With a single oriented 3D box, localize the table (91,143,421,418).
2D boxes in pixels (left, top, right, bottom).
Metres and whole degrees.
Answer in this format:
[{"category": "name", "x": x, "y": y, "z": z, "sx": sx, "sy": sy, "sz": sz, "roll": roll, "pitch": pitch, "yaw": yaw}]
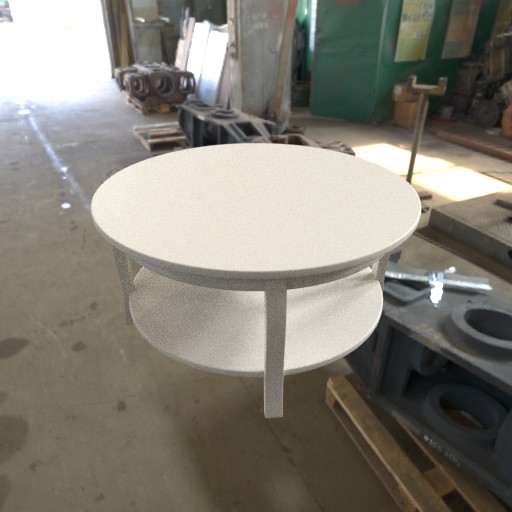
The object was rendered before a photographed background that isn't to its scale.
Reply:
[{"category": "table", "x": 0.000, "y": 0.000, "z": 1.395, "sx": 0.910, "sy": 0.457, "sz": 0.910, "roll": 0, "pitch": 30, "yaw": 0}]
